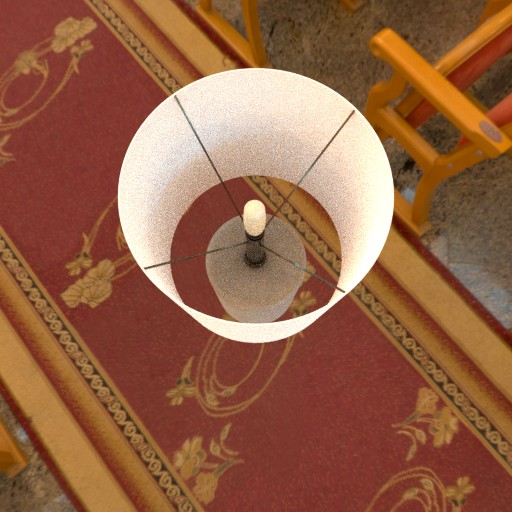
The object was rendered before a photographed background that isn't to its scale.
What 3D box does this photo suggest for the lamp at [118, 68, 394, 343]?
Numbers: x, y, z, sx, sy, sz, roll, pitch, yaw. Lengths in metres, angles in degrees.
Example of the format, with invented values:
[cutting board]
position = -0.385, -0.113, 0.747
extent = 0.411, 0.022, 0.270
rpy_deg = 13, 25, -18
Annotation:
[lamp]
position = 0.000, 0.000, 0.533
extent = 0.206, 0.416, 0.206
rpy_deg = -38, 79, -9
